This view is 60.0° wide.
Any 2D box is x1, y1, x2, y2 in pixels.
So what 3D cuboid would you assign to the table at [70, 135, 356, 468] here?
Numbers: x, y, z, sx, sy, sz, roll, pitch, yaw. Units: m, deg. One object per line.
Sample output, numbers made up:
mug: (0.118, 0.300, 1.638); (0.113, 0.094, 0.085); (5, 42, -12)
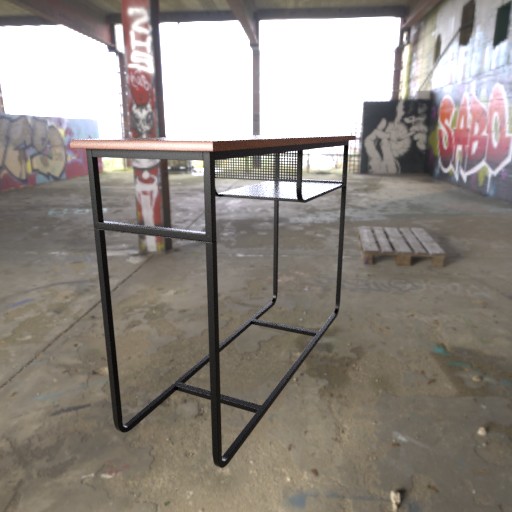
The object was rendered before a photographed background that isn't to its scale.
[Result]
table: (0.000, 0.000, 1.444); (0.350, 0.750, 1.100); (7, 17, 24)
